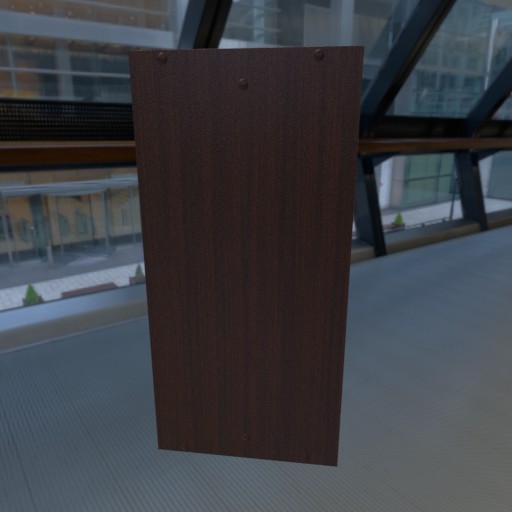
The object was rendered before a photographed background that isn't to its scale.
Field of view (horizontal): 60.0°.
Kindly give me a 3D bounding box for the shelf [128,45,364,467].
[{"bbox_3d":[0.000,0.000,0.742,0.290,0.600,0.253,2,17,7],"label":"shelf"}]
